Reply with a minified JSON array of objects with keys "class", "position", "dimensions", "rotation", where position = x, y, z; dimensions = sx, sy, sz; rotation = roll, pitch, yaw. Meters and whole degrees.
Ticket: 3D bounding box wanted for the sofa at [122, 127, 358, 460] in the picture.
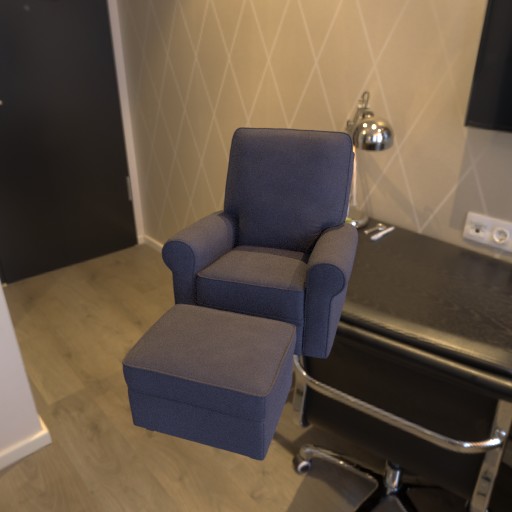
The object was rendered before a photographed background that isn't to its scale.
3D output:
[{"class":"sofa","position":[0.000,0.000,2.067],"dimensions":[0.880,0.959,1.478],"rotation":[8,27,16]}]
